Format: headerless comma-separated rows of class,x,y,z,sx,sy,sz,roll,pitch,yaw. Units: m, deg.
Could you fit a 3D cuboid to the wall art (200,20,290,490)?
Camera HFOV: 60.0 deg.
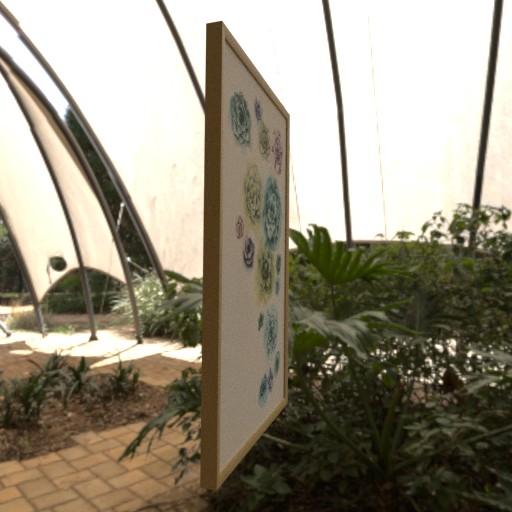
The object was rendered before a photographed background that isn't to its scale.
wall art,0.000,0.000,1.009,0.039,0.810,0.510,0,-1,18
